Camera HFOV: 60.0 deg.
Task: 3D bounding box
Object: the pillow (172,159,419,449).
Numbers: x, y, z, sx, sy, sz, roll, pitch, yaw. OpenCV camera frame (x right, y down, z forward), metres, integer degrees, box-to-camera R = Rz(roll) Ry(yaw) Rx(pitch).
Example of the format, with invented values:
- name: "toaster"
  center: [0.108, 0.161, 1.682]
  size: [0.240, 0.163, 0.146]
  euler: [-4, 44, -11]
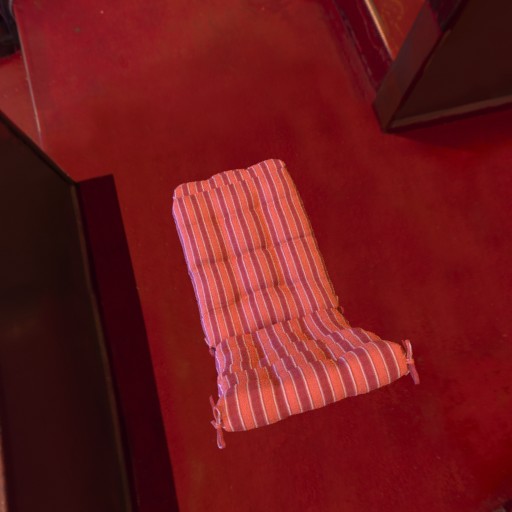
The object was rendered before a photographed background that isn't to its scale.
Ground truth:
- name: "pillow"
  center: [0.000, 0.000, 1.533]
  size: [0.526, 0.863, 1.016]
  euler: [-17, 76, -4]
